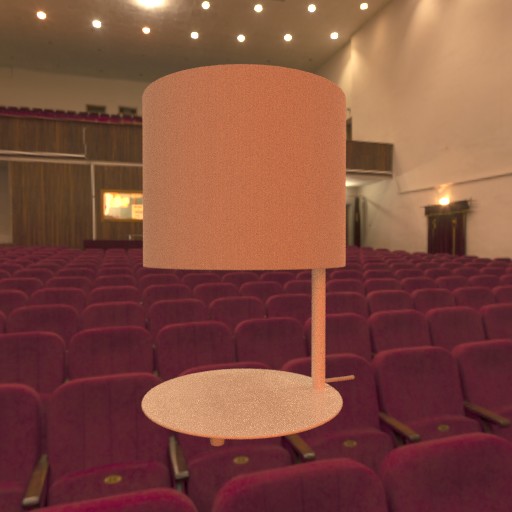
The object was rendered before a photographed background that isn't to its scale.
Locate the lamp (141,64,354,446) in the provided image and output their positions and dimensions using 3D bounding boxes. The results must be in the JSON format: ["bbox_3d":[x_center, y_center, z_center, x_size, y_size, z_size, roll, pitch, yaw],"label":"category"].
[{"bbox_3d":[0.000,0.000,0.677,0.341,0.454,0.299,0,1,-17],"label":"lamp"}]
